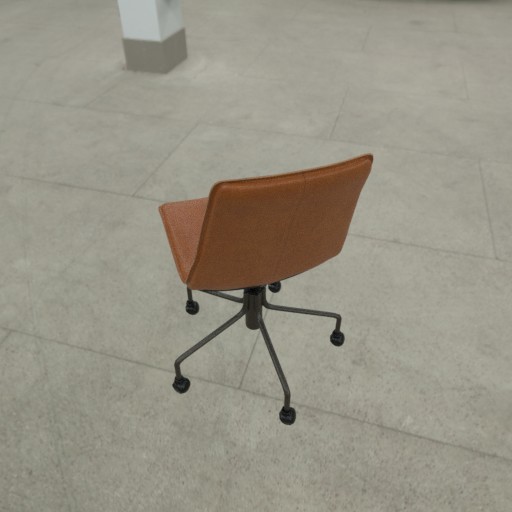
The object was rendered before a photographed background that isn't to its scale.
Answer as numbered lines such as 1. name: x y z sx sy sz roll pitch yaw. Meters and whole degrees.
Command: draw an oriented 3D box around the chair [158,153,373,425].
1. chair: 0.000 0.000 1.349 0.651 0.920 0.660 -13 43 -14
